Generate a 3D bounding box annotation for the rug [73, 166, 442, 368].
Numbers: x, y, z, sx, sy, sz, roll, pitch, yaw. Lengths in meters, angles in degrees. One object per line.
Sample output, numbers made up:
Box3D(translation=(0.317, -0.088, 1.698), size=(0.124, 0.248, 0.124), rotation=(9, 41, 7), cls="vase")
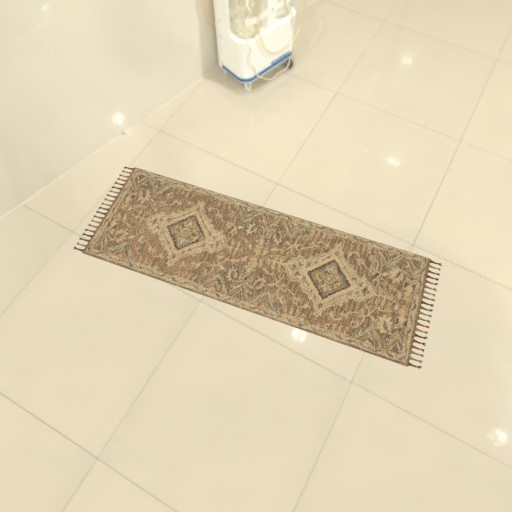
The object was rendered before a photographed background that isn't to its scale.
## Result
Box3D(translation=(0.000, 0.000, 2.862), size=(2.378, 0.018, 1.324), rotation=(33, 68, 15), cls="rug")
